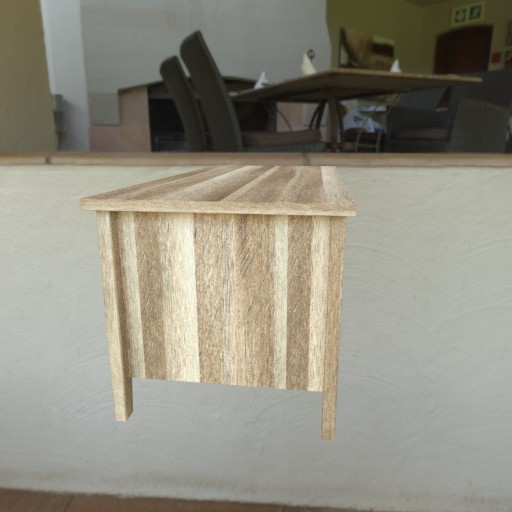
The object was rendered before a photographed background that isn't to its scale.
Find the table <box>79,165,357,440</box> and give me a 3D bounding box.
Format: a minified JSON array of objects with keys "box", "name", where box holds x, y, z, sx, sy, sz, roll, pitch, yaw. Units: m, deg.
[{"box":[0.000,0.000,1.354,0.493,0.480,1.095,2,15,8],"name":"table"}]
